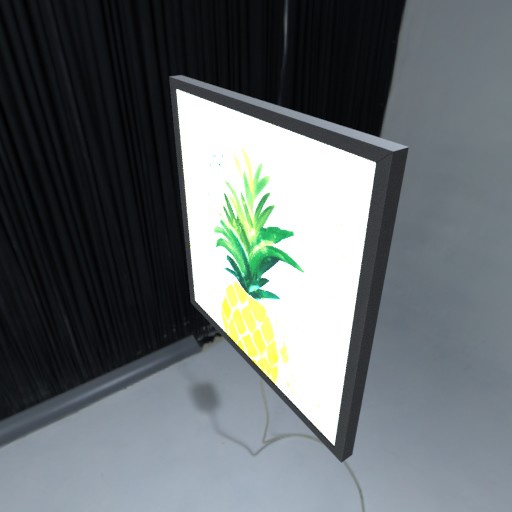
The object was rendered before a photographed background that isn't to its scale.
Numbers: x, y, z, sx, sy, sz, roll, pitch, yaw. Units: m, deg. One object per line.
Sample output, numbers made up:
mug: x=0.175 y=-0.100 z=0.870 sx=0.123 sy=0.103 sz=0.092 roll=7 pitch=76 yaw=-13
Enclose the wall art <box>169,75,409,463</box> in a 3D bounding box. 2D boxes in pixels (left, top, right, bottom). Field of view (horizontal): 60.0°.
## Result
wall art: x=0.000 y=0.000 z=1.132 sx=0.037 sy=0.760 sz=0.762 roll=-20 pitch=37 yaw=-29
